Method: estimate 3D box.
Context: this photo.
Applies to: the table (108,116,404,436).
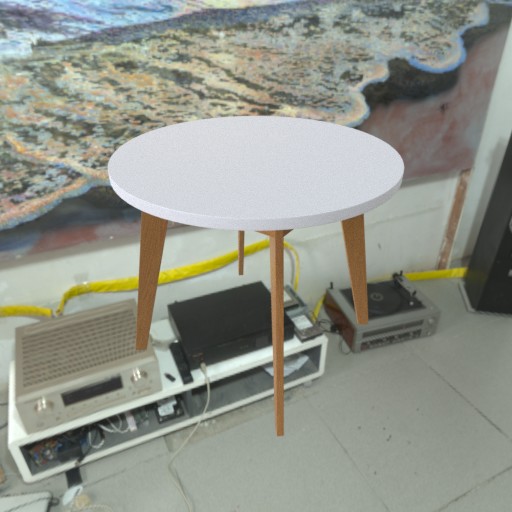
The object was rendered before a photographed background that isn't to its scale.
[{"bbox_3d":[0.000,0.000,1.593,0.896,0.762,0.896,0,32,0],"label":"table"}]
